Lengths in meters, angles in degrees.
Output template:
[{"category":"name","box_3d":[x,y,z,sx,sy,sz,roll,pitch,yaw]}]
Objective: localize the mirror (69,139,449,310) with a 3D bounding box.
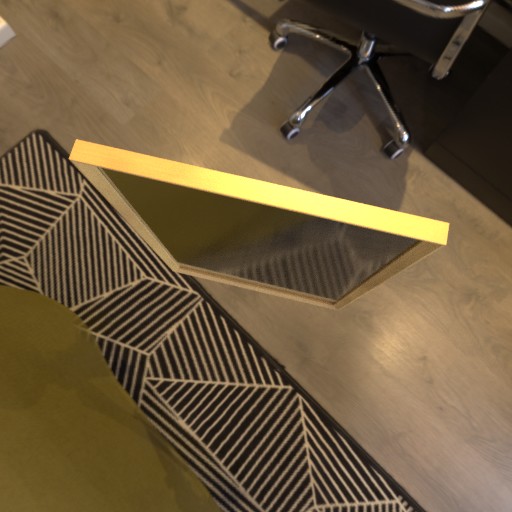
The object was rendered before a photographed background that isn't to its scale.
[{"category":"mirror","box_3d":[0.000,0.000,1.144,0.609,0.915,0.041,13,77,3]}]
